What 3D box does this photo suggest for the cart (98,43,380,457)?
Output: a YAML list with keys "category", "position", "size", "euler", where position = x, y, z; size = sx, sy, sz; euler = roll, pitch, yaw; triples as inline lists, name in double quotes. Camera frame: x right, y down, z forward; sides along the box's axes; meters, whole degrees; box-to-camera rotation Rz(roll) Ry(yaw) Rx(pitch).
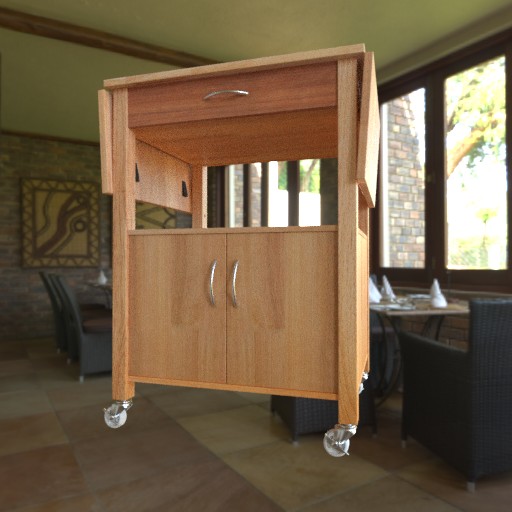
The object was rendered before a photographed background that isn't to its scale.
- category: "cart"
  position: [0.000, 0.000, 1.205]
  size: [0.640, 0.838, 0.508]
  euler: [0, -1, 17]
